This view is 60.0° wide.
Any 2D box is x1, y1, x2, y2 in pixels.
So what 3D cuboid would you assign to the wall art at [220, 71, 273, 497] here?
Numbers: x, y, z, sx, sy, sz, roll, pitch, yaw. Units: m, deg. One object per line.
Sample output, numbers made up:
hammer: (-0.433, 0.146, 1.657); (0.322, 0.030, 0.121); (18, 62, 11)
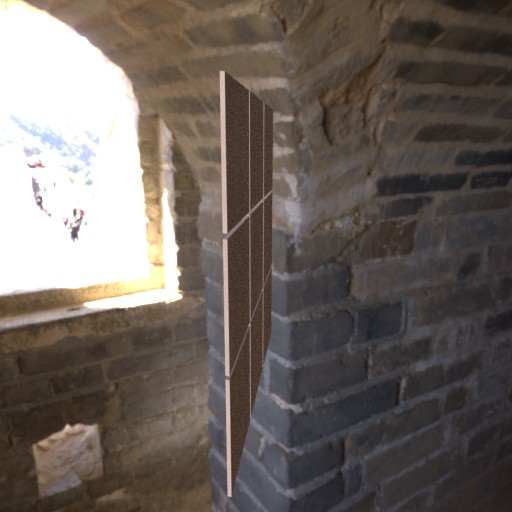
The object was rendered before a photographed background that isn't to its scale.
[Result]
wall art: (0.000, 0.000, 1.796); (0.013, 1.218, 1.219); (2, 14, 7)
